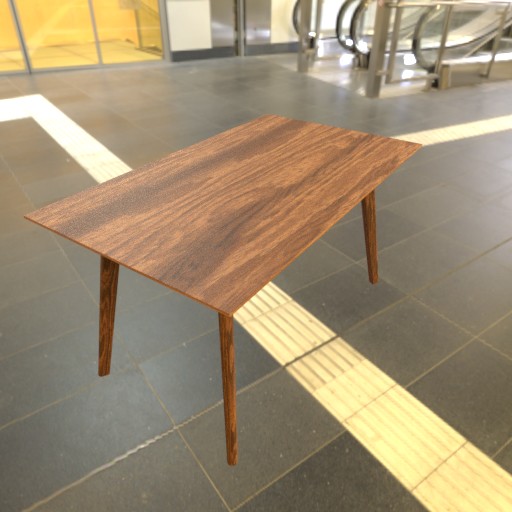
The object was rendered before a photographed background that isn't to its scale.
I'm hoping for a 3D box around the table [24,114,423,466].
[{"bbox_3d":[0.000,0.000,1.830,0.801,0.724,1.349,21,39,29],"label":"table"}]
